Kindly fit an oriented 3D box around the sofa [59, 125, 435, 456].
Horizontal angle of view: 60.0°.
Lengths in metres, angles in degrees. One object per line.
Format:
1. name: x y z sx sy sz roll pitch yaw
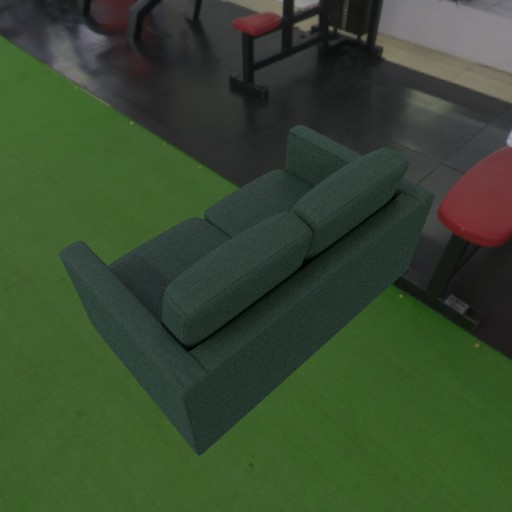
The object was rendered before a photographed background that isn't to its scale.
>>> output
1. sofa: 0.000 0.000 2.073 1.430 0.899 0.879 -34 56 -28
